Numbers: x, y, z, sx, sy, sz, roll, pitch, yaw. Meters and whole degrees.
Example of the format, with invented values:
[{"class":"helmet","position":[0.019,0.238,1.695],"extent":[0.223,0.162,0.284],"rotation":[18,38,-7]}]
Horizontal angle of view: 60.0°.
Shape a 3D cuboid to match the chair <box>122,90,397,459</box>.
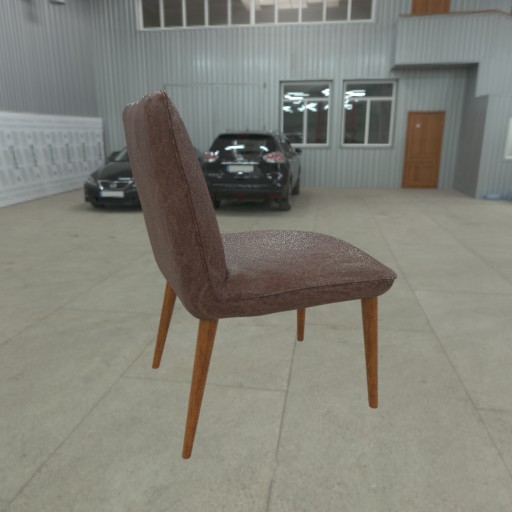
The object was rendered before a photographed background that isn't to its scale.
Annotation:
[{"class":"chair","position":[0.000,0.000,1.213],"extent":[0.645,0.803,0.543],"rotation":[-7,17,-25]}]
